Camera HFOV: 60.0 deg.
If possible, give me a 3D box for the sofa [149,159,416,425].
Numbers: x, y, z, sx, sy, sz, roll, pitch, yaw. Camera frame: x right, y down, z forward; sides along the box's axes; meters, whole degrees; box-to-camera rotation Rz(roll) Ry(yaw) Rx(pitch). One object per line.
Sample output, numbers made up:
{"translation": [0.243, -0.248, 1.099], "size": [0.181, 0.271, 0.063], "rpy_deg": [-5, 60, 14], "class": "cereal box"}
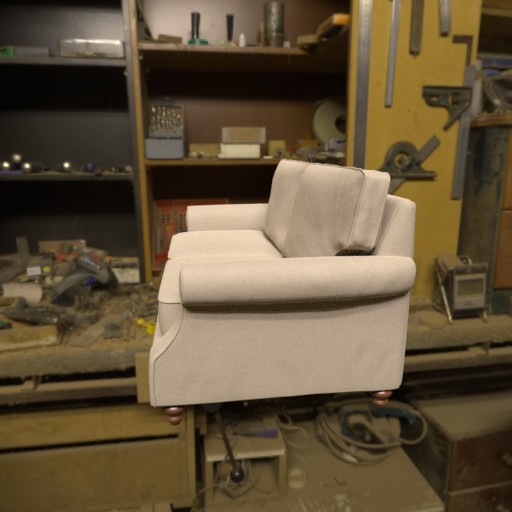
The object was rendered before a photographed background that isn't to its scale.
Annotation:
{"translation": [0.000, 0.000, 2.261], "size": [0.964, 0.937, 1.665], "rpy_deg": [-2, 14, -8], "class": "sofa"}
